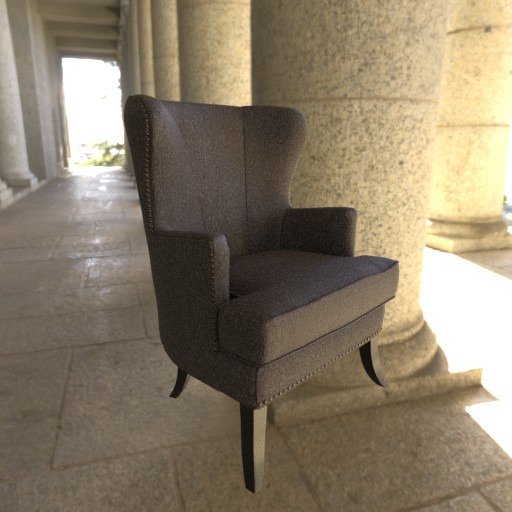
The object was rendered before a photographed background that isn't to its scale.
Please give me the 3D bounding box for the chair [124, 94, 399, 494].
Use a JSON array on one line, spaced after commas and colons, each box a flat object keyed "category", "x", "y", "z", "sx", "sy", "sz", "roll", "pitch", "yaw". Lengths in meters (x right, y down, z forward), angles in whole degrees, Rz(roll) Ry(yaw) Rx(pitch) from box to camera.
[{"category": "chair", "x": 0.000, "y": 0.000, "z": 1.560, "sx": 0.758, "sy": 1.060, "sz": 0.759, "roll": 13, "pitch": 20, "yaw": 42}]
